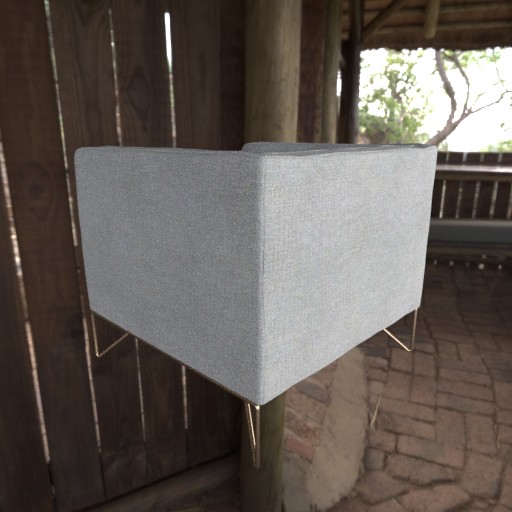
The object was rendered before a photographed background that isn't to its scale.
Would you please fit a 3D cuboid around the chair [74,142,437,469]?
[{"bbox_3d":[0.000,0.000,1.625,0.912,0.799,0.920,15,21,42],"label":"chair"}]
